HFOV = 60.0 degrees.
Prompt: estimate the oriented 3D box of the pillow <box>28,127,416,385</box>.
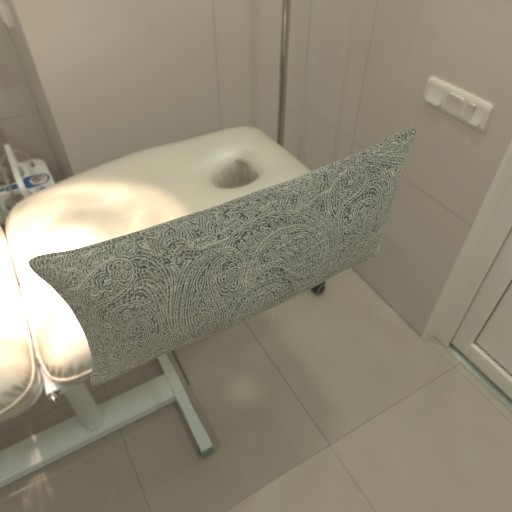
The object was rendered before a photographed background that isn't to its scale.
[{"bbox_3d":[0.000,0.000,0.728,0.615,0.295,0.151,-22,49,-21],"label":"pillow"}]
